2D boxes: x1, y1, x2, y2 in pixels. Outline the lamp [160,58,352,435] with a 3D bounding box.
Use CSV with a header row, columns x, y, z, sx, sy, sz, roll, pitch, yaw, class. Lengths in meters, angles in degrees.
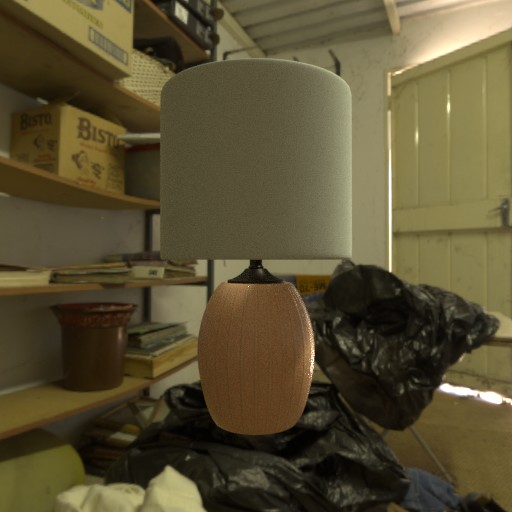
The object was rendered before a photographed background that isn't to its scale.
x,y,z,sx,sy,sz,roll,pitch,yaw,class
0.000,0.000,0.777,0.329,0.570,0.329,0,0,0,lamp
